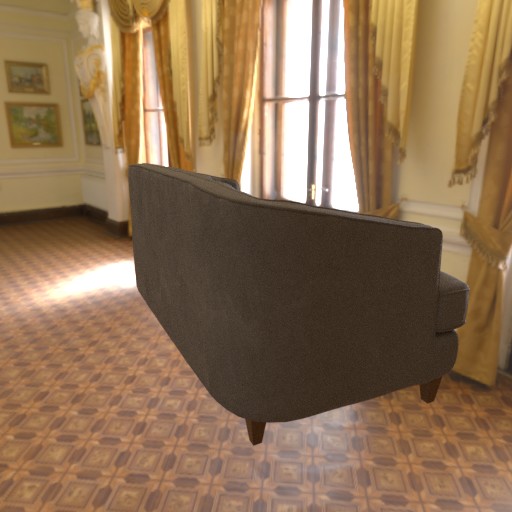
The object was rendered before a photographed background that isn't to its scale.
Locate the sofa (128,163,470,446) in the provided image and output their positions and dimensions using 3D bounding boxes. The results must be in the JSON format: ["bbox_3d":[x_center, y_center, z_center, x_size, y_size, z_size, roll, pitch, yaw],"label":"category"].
[{"bbox_3d":[0.000,0.000,2.139,0.941,0.855,1.733,-8,17,-25],"label":"sofa"}]
